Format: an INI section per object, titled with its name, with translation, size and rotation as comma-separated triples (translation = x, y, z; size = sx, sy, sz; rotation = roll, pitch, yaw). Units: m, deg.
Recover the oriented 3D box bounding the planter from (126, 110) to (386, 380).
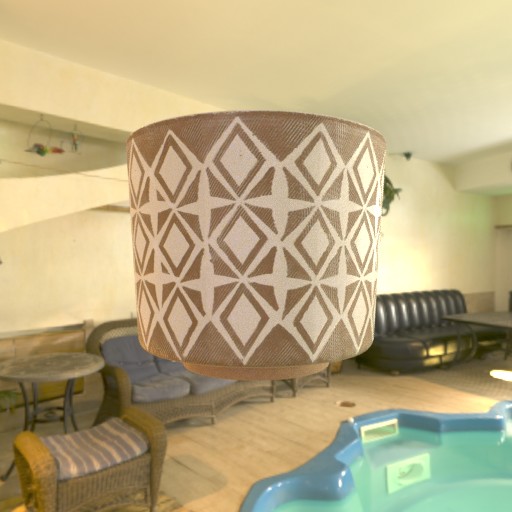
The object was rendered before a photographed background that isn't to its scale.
[planter]
translation = 0.000, 0.000, 0.462
size = 0.260, 0.220, 0.260
rotation = 0, 0, 0
